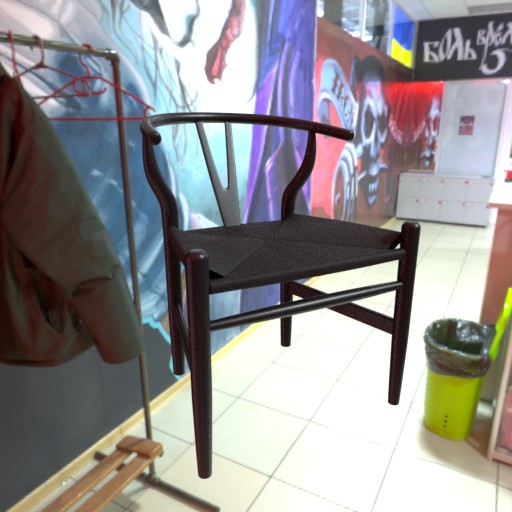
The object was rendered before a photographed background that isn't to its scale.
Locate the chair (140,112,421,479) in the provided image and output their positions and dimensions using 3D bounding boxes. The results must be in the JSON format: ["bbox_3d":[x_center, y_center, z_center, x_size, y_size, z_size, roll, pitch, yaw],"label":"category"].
[{"bbox_3d":[0.000,0.000,1.162,0.569,0.730,0.579,-9,18,-27],"label":"chair"}]
